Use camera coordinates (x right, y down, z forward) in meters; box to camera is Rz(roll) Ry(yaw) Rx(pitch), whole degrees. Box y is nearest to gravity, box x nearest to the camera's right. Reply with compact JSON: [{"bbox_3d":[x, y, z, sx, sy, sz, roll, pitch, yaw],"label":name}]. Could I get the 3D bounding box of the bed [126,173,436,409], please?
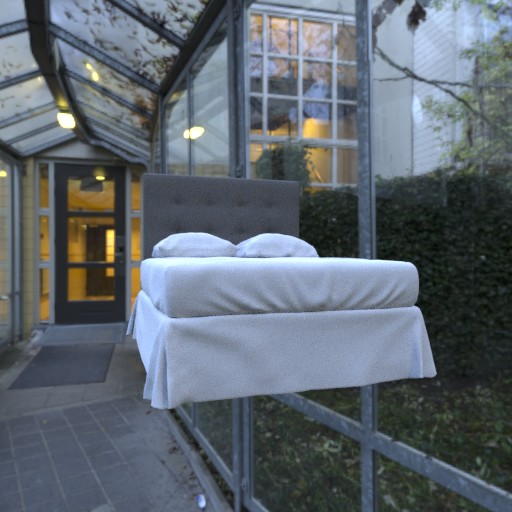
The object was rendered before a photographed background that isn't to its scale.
[{"bbox_3d":[0.000,0.000,3.580,1.936,1.577,2.222,0,1,-18],"label":"bed"}]
